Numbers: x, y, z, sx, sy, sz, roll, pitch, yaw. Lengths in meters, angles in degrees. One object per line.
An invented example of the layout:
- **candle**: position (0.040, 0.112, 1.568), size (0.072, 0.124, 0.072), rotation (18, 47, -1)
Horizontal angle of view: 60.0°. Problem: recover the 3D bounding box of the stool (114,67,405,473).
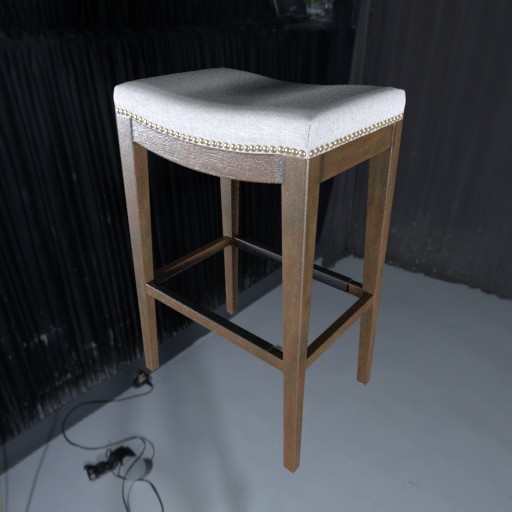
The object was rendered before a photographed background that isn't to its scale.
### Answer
- **stool**: position (0.000, 0.000, 1.036), size (0.508, 0.762, 0.356), rotation (23, 37, 34)
